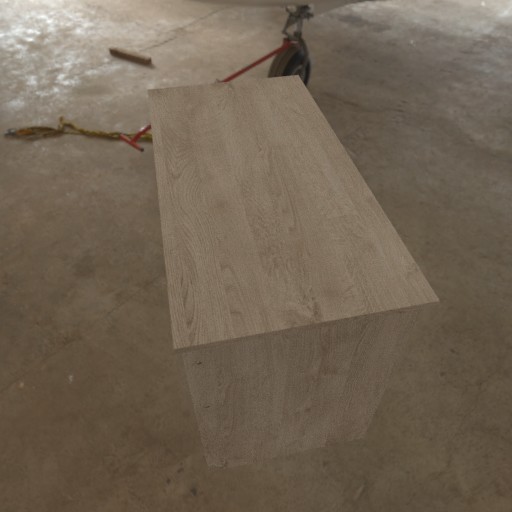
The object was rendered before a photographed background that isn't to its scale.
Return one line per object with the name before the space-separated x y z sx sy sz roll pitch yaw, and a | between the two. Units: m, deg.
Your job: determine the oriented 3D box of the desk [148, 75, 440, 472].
desk | 0.000 0.000 1.528 0.560 0.730 1.096 -9 47 -8
